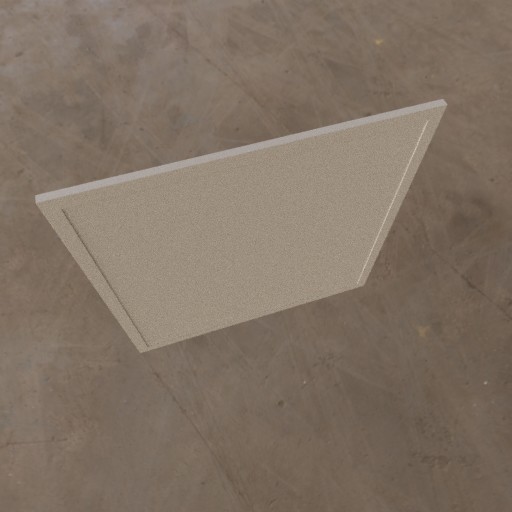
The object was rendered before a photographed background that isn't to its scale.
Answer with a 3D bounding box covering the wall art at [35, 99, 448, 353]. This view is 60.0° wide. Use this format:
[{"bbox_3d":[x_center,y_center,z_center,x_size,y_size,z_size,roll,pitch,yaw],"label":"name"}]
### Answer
[{"bbox_3d":[0.000,0.000,0.967,0.660,0.660,0.015,-16,61,-9],"label":"wall art"}]
